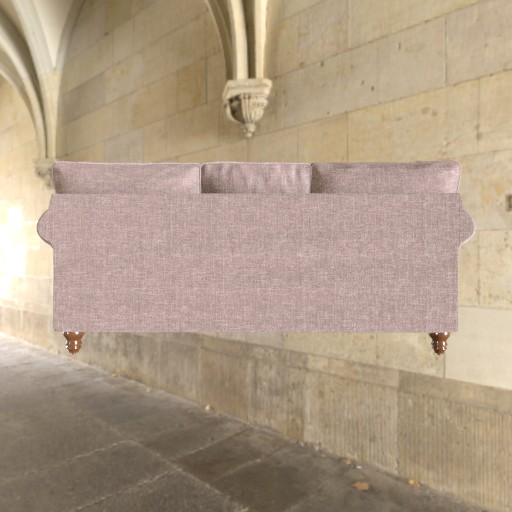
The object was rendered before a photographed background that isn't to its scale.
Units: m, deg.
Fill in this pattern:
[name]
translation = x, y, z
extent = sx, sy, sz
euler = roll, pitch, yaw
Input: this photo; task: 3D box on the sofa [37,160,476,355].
[sofa]
translation = 0.000, 0.000, 2.524
extent = 2.084, 0.961, 0.916
euler = 0, -1, 1
